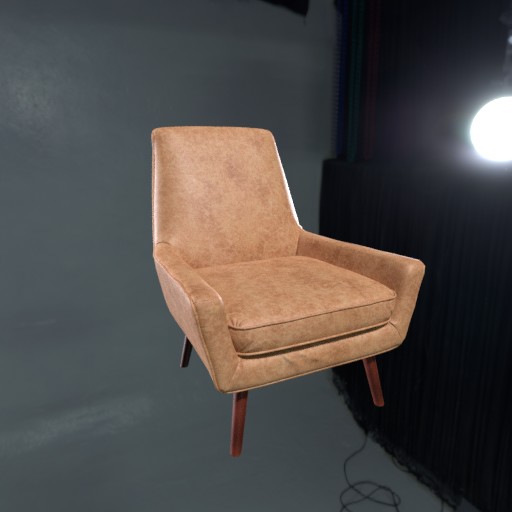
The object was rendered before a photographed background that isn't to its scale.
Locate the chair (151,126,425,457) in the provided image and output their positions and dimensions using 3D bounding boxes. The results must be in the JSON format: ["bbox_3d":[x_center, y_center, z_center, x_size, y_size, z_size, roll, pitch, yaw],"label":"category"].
[{"bbox_3d":[0.000,0.000,1.536,0.753,0.883,0.851,-7,16,-27],"label":"chair"}]
